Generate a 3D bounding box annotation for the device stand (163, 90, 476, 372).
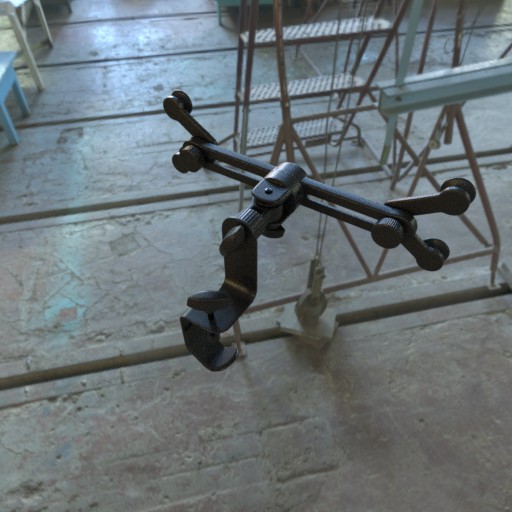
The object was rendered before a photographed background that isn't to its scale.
[{"bbox_3d":[0.000,0.000,0.366,0.270,0.166,0.142,24,51,22],"label":"device stand"}]
